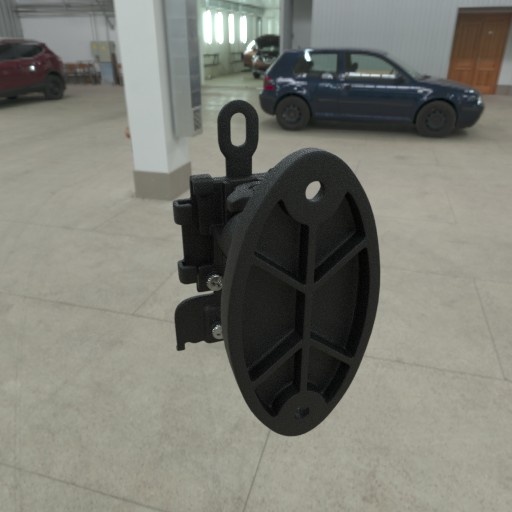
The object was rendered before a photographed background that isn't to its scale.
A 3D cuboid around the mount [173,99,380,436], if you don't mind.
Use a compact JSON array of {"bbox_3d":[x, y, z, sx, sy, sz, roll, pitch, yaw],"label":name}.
[{"bbox_3d":[0.000,0.000,0.183,0.066,0.118,0.100,-9,27,-17],"label":"mount"}]
